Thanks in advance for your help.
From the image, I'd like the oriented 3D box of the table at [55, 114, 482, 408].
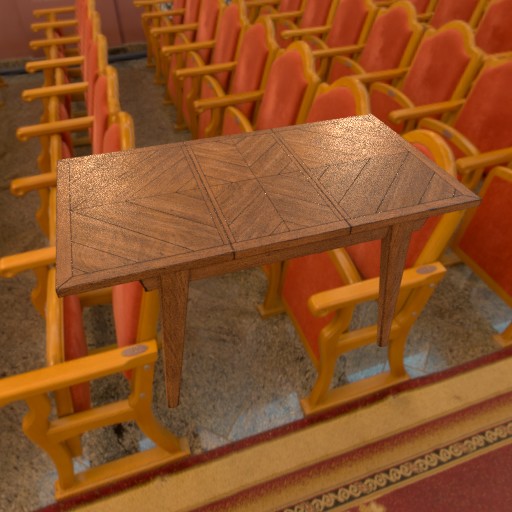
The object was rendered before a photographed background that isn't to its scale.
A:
[{"bbox_3d":[0.000,0.000,1.889,1.400,0.760,0.757,-12,42,-14],"label":"table"}]
